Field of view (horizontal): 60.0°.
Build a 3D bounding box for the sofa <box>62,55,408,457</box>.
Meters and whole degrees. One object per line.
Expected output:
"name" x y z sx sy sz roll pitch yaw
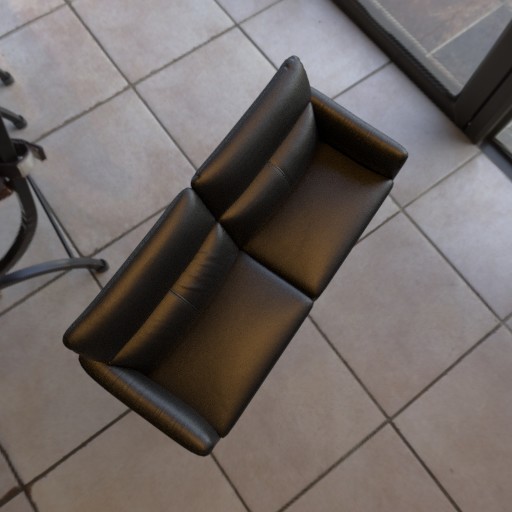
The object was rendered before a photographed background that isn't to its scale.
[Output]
"sofa" 0.000 0.000 2.520 0.856 0.957 2.069 34 77 9
